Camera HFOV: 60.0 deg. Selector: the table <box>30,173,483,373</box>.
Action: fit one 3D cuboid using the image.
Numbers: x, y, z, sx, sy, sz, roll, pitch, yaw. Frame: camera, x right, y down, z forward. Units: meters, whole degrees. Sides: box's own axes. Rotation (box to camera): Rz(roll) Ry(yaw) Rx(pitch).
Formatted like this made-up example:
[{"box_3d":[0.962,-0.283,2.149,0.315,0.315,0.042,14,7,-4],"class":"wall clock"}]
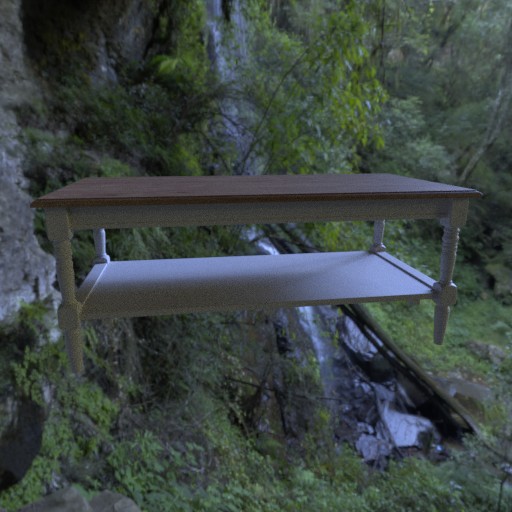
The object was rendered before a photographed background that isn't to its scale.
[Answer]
[{"box_3d":[0.000,0.000,1.402,1.118,0.458,0.559,-2,15,-9],"class":"table"}]
